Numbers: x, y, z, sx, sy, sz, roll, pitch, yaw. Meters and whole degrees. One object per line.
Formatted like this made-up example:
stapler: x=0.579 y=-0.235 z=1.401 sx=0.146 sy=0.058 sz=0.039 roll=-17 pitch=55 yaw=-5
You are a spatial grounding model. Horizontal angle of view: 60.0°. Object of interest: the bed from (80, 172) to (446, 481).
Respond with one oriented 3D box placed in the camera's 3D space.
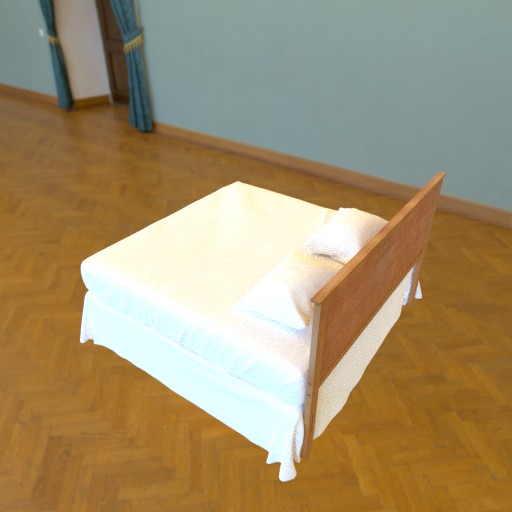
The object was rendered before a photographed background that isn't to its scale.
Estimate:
bed: x=0.000 y=0.000 z=3.607 sx=2.215 sy=1.270 sz=2.317 roll=21 pitch=38 yaw=30
